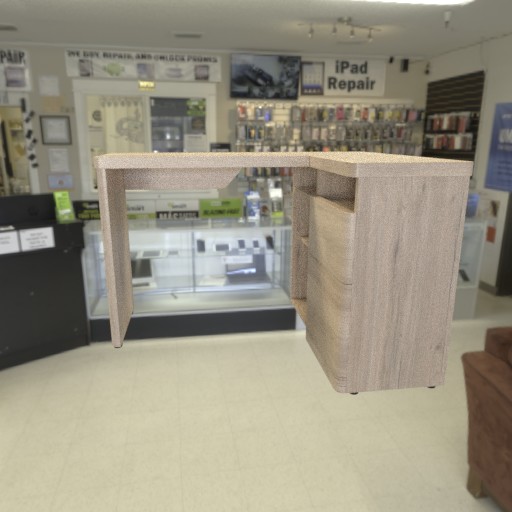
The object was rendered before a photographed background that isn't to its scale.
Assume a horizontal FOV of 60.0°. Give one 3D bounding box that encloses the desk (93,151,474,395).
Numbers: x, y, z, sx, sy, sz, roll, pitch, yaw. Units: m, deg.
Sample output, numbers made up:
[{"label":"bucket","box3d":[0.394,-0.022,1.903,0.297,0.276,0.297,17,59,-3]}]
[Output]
[{"label":"desk","box3d":[0.000,0.000,1.732,1.169,0.760,0.900,-2,15,-8]}]
